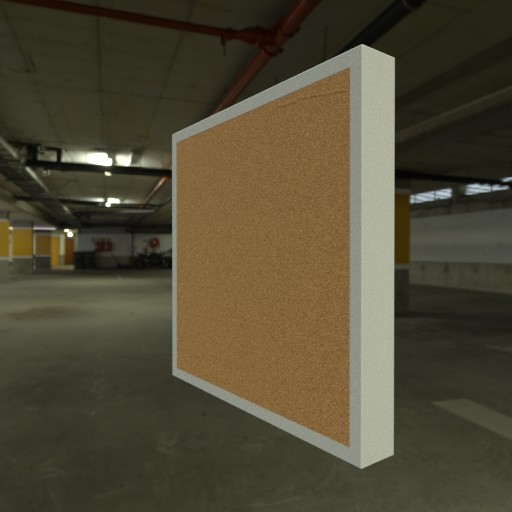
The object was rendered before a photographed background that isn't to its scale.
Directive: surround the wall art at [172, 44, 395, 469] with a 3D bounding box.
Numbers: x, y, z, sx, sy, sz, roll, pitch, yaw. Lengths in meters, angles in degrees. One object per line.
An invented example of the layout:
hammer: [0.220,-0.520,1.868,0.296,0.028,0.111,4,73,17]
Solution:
wall art: [0.000,0.000,0.451,0.038,0.305,0.305,0,1,-37]
